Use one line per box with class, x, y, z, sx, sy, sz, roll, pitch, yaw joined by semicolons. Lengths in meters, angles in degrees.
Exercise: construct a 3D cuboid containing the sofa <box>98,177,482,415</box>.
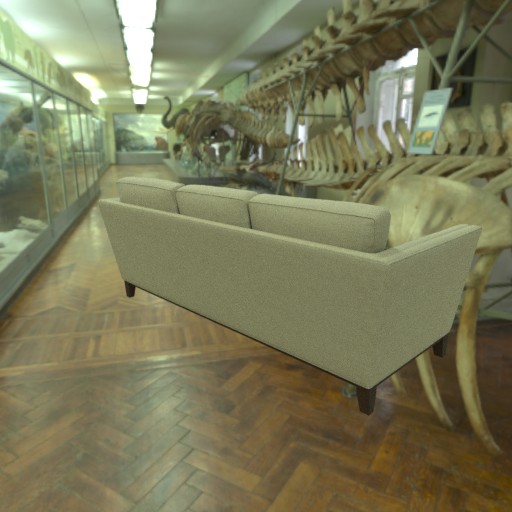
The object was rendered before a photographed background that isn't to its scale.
sofa;0.000;0.000;2.872;0.965;0.940;2.388;-14;21;-43
